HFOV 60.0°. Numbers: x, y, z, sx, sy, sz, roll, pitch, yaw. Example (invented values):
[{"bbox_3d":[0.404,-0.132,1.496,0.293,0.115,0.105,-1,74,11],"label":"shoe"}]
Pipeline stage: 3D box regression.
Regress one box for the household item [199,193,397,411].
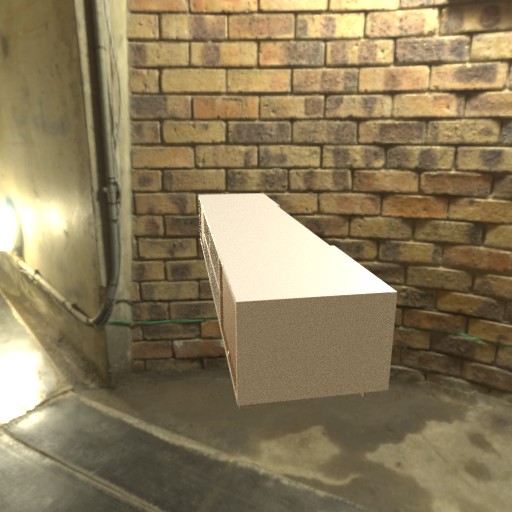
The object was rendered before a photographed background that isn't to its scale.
[{"bbox_3d":[0.000,0.000,2.028,0.420,0.310,1.850,-3,16,-10],"label":"household item"}]
